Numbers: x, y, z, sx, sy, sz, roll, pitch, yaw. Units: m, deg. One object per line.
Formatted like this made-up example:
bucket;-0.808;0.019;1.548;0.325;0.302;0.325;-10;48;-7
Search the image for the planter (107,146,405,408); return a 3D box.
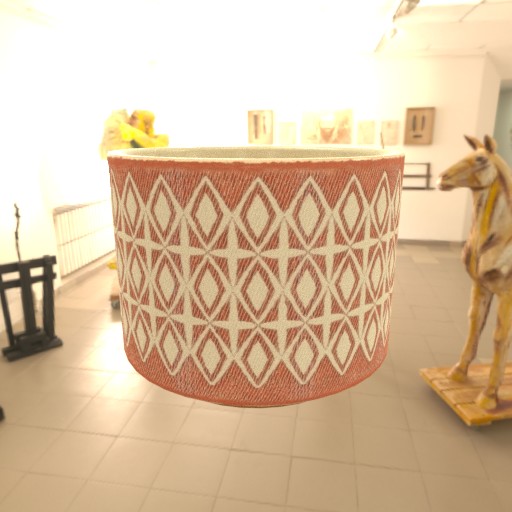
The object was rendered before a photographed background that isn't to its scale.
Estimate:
planter;0.000;0.000;0.319;0.192;0.148;0.192;0;16;0
